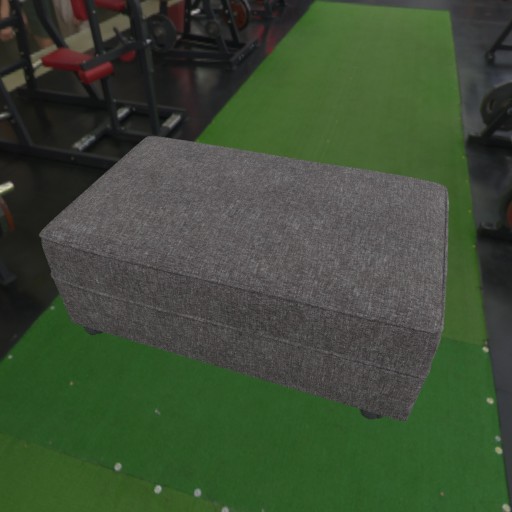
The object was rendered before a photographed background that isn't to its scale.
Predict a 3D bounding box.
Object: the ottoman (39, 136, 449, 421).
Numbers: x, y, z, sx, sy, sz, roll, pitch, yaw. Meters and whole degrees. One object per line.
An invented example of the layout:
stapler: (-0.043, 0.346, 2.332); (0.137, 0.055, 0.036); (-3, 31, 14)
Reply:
ottoman: (0.000, 0.000, 1.541); (1.184, 0.487, 0.717); (13, 43, 14)
